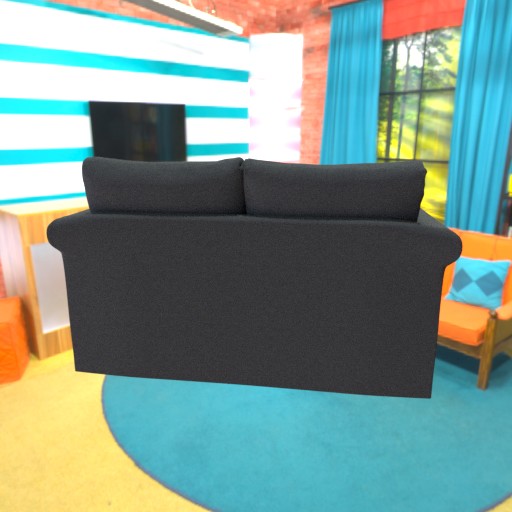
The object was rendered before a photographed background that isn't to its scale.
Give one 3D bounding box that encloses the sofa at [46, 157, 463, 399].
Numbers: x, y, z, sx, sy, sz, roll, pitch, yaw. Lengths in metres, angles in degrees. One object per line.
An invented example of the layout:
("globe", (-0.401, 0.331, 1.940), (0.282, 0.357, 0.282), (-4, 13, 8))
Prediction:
("sofa", (0.000, 0.000, 1.931), (1.460, 0.872, 0.741), (2, 16, 8))
